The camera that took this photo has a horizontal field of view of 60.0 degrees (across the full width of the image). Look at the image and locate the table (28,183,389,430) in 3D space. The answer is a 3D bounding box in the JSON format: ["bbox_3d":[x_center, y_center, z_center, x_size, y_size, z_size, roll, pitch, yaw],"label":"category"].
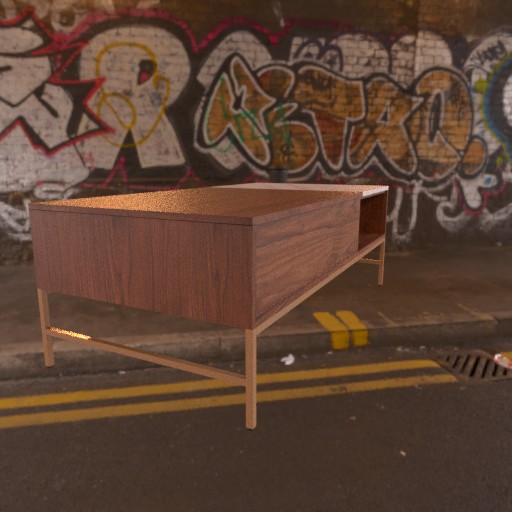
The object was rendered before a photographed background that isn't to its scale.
[{"bbox_3d":[0.000,0.000,1.930,0.789,0.551,1.553,6,13,27],"label":"table"}]
